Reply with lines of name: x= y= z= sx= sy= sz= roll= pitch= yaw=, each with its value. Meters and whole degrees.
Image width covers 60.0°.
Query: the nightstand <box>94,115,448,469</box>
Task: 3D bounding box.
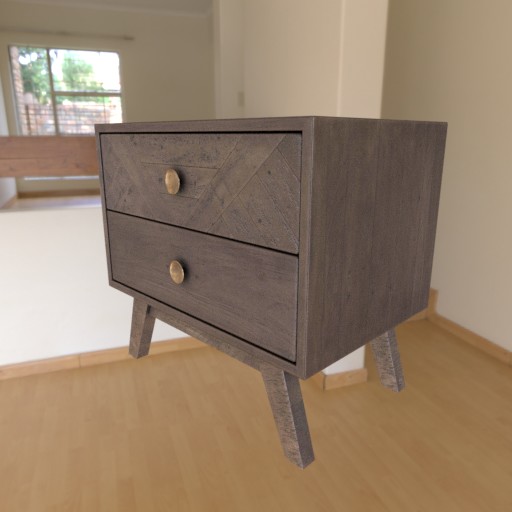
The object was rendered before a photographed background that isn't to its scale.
nightstand: x=0.000 y=0.000 z=1.042 sx=0.450 sy=0.599 sz=0.650 roll=-15 pitch=21 yaw=-43
